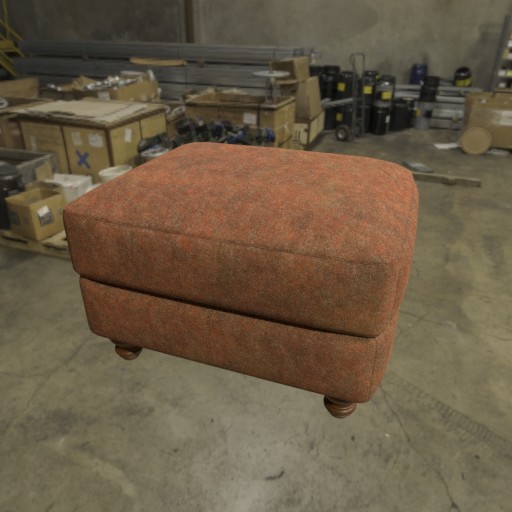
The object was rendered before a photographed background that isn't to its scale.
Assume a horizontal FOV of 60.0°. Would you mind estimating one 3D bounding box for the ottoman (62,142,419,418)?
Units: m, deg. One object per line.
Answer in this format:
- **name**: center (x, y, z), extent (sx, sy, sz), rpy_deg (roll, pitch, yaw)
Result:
- **ottoman**: center (0.000, 0.000, 1.201), extent (0.787, 0.508, 0.635), rpy_deg (10, 30, 18)
